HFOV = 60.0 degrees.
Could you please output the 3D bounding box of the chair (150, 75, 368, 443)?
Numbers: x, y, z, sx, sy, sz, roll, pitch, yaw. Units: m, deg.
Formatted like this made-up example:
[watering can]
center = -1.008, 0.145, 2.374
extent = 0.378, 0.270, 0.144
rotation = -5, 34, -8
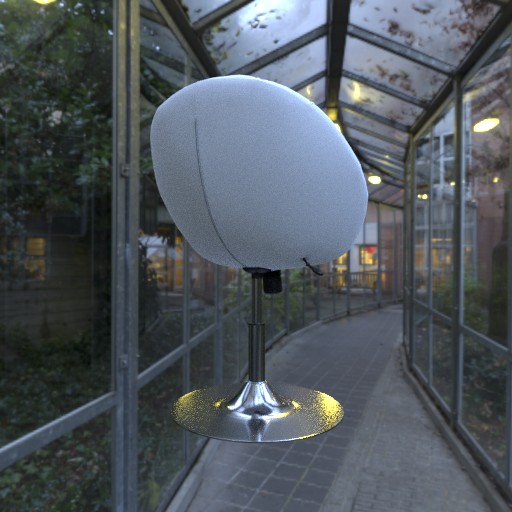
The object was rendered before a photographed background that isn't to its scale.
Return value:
[chair]
center = 0.000, 0.000, 1.844
extent = 0.940, 1.261, 0.736
rotation = 0, 0, 36
